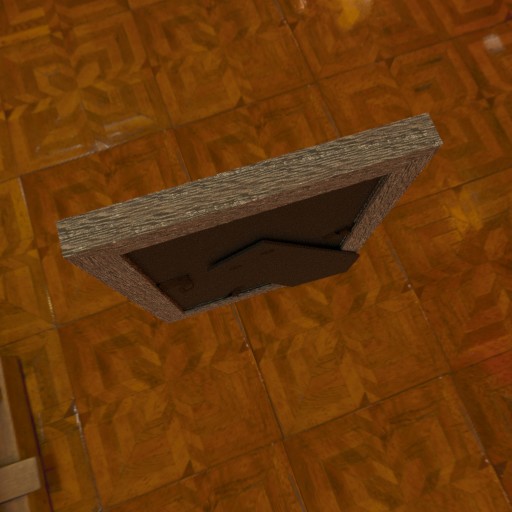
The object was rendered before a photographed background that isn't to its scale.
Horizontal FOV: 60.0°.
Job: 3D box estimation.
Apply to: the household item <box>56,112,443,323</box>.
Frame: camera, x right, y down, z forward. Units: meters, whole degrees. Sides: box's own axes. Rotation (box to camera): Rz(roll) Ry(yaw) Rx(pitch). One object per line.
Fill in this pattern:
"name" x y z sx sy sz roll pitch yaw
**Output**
"household item" 0.000 0.000 0.280 0.160 0.210 0.020 -17 75 -5
